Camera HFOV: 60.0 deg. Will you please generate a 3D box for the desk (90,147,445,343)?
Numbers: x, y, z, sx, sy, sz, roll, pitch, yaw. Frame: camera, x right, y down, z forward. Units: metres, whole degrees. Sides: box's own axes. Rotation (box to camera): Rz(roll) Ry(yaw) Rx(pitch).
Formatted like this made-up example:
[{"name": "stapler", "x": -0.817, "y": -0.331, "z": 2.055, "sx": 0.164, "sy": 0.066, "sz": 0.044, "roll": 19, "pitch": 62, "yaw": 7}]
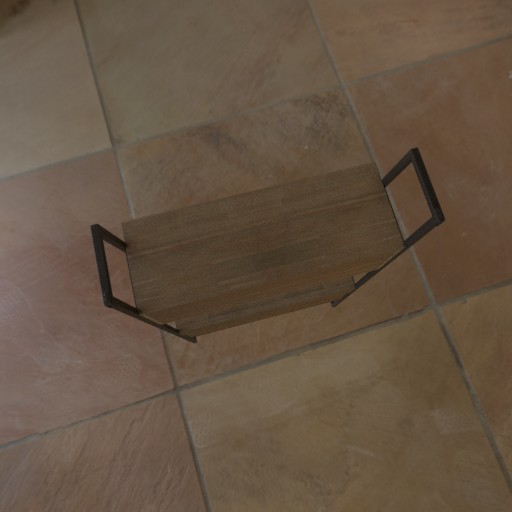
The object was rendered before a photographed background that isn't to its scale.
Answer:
[{"name": "desk", "x": 0.000, "y": 0.000, "z": 2.160, "sx": 0.982, "sy": 1.809, "sz": 0.515, "roll": -14, "pitch": 76, "yaw": -4}]
